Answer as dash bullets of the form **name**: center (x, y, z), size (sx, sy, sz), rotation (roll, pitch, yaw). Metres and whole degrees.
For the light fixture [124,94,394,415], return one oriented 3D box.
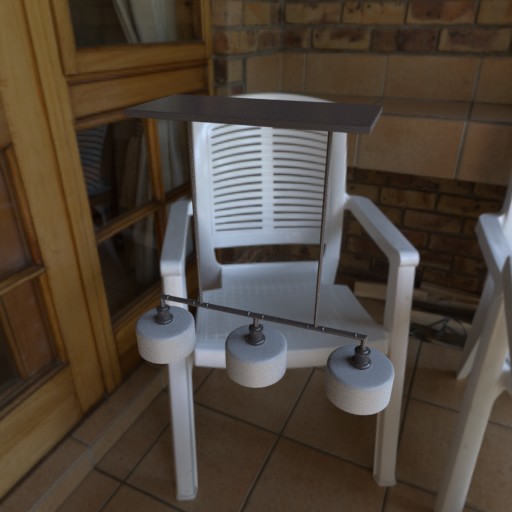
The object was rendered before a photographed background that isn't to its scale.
- **light fixture**: center (0.000, 0.000, 0.863), size (0.582, 0.557, 0.177), rotation (9, 29, 17)
